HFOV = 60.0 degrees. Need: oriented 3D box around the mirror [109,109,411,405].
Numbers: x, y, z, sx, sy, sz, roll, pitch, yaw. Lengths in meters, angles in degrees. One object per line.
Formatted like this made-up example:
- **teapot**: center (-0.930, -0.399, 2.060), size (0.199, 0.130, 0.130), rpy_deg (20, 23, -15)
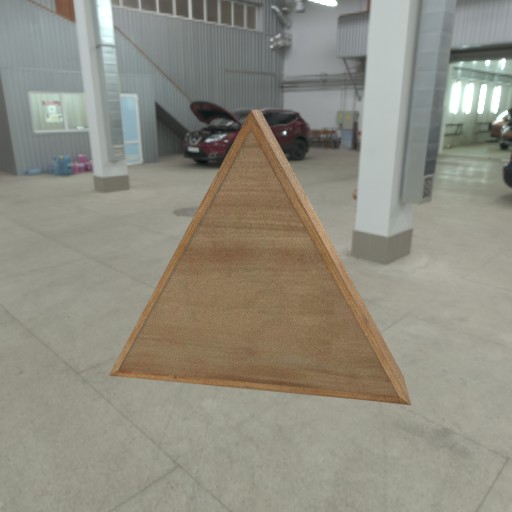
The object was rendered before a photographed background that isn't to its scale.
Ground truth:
- **mirror**: center (0.000, 0.000, 0.874), size (0.631, 0.548, 0.100), rpy_deg (3, 19, 9)
